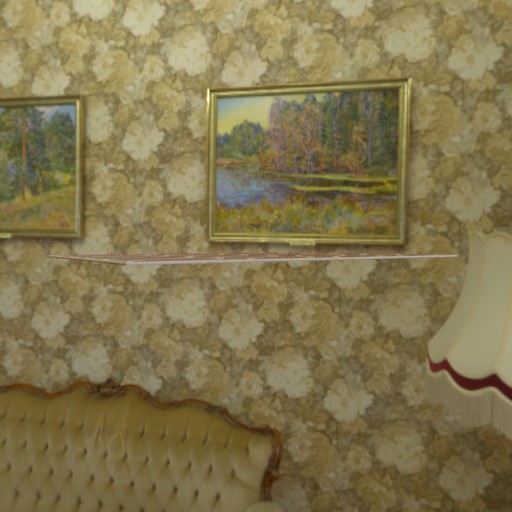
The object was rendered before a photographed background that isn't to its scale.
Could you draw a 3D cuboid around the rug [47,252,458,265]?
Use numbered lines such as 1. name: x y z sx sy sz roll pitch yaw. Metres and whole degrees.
1. rug: 0.000 0.000 2.959 2.294 0.014 1.528 -1 2 -36
